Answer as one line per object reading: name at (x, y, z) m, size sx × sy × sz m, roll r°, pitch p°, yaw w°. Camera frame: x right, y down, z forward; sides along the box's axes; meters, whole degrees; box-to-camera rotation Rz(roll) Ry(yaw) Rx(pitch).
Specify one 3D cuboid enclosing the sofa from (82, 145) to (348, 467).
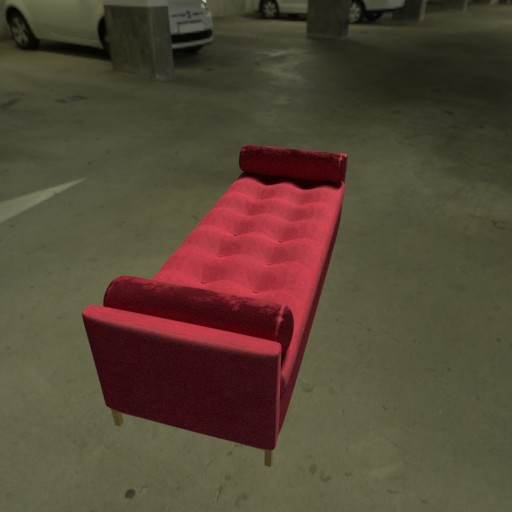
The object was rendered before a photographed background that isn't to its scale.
sofa at (0.000, 0.000, 2.573) m, size 0.796 × 0.705 × 2.102 m, roll 9°, pitch 33°, yaw 14°
